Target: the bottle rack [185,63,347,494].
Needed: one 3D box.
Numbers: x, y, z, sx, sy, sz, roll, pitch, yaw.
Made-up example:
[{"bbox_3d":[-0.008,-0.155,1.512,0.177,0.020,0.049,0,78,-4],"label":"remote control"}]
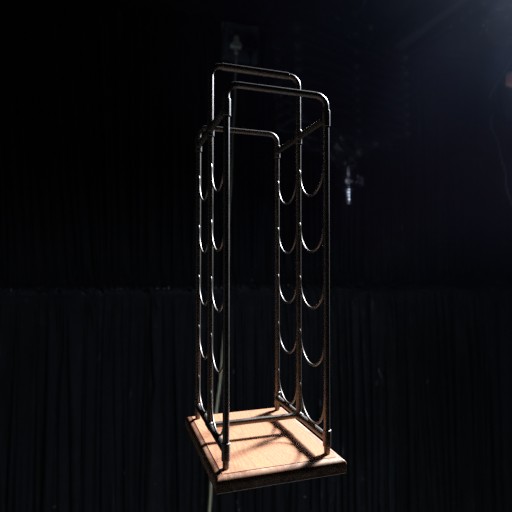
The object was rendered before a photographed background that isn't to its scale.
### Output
[{"bbox_3d":[0.000,0.000,0.795,0.208,0.680,0.276,0,-1,-18],"label":"bottle rack"}]
